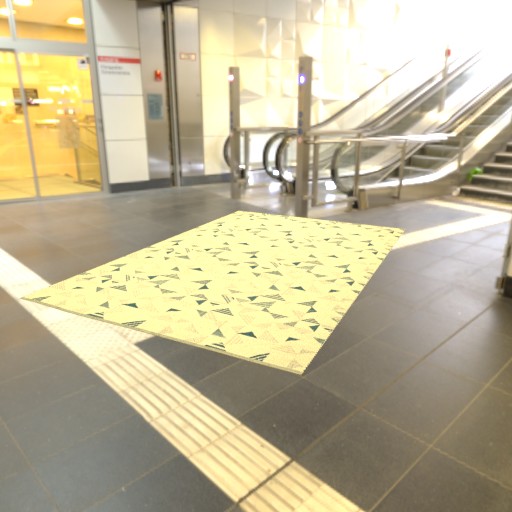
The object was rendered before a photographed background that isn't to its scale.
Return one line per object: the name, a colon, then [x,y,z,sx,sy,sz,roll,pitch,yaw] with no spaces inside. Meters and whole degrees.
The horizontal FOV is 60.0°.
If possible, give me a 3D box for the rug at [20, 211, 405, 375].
rug: [0.000,0.000,2.295,1.206,0.003,1.835,9,20,25]
